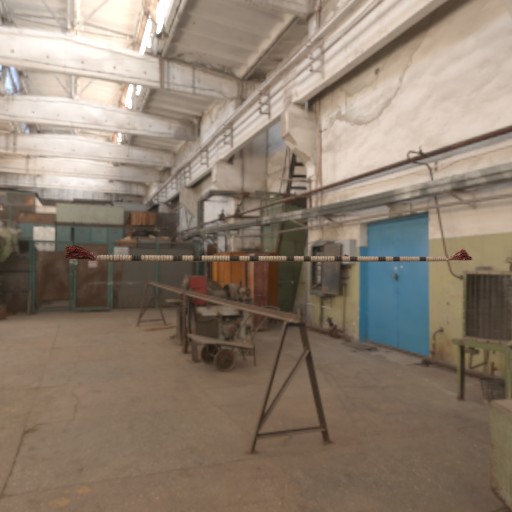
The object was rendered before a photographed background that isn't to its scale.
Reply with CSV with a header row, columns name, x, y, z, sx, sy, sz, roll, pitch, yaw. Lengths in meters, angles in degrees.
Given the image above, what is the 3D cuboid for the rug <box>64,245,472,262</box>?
name,x,y,z,sx,sy,sz,roll,pitch,yaw
rug,0.000,0.000,2.719,2.069,0.067,1.444,0,-1,-19
